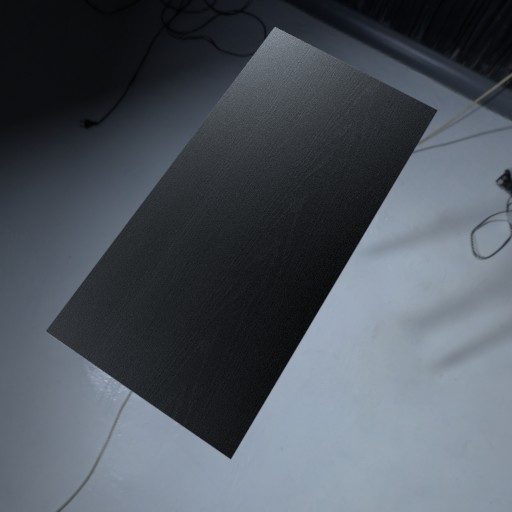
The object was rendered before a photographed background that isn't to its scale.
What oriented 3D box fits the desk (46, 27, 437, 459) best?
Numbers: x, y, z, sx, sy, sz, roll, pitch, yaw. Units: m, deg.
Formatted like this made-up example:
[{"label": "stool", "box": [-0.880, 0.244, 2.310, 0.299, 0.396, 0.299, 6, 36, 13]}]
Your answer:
[{"label": "desk", "box": [0.000, 0.000, 1.444, 0.499, 0.762, 0.991, 31, 76, 8]}]
